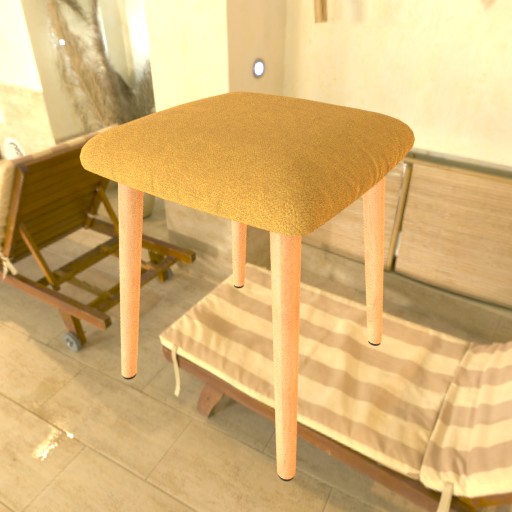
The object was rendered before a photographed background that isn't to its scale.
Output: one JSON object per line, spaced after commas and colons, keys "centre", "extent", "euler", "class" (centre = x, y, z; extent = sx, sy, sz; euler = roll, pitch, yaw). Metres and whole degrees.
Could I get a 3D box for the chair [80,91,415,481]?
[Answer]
{"centre": [0.000, 0.000, 0.689], "extent": [0.350, 0.440, 0.350], "euler": [20, 38, 29], "class": "chair"}
